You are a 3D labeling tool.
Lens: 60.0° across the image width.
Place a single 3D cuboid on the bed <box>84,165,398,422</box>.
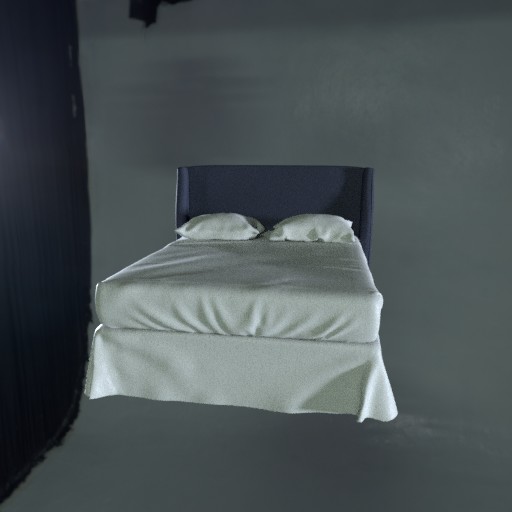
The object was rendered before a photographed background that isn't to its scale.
[{"bbox_3d":[0.000,0.000,3.433,1.925,1.332,2.276,2,13,9],"label":"bed"}]
